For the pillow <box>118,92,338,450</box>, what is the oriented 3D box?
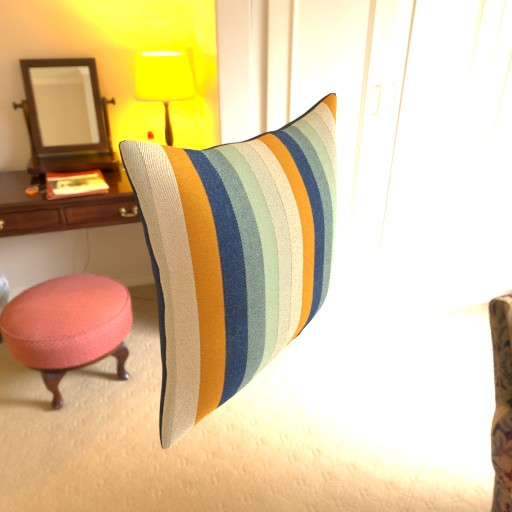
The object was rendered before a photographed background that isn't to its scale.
[{"bbox_3d":[0.000,0.000,0.716,0.173,0.454,0.463,19,33,32],"label":"pillow"}]
